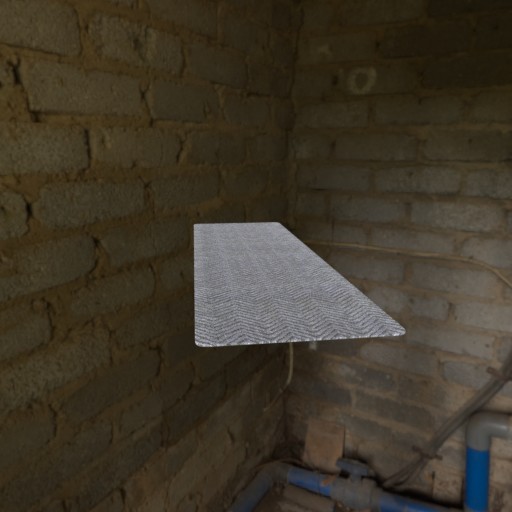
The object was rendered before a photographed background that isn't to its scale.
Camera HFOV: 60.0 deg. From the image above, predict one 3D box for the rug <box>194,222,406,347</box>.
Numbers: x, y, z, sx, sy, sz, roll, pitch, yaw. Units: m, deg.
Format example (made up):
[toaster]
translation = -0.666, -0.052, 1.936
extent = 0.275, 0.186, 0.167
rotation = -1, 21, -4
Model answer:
[rug]
translation = 0.000, 0.000, 2.486
extent = 0.686, 0.008, 2.286
rotation = -2, 14, -8
